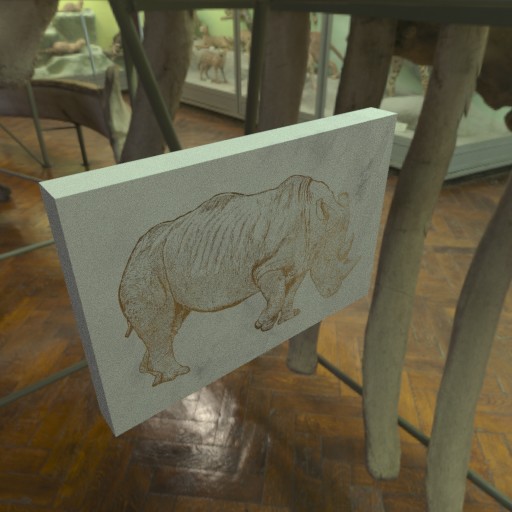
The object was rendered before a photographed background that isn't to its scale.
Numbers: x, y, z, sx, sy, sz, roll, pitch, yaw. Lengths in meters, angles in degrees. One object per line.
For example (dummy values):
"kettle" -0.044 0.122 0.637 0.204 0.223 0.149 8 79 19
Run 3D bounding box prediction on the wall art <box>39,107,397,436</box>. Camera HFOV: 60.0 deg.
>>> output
"wall art" 0.000 0.000 0.482 0.381 0.254 0.038 -22 38 -32
